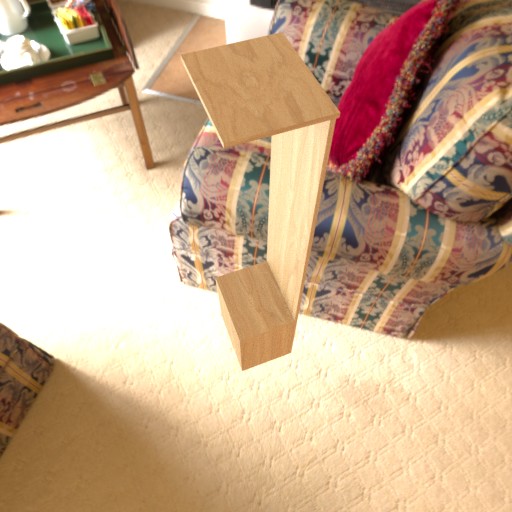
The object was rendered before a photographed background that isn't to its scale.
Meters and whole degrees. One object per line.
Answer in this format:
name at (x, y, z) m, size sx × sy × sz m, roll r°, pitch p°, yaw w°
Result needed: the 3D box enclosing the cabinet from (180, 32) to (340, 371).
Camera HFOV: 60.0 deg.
cabinet at (0.000, 0.000, 2.075) m, size 0.338 × 1.879 × 0.411 m, roll -18°, pitch 59°, yaw -11°
